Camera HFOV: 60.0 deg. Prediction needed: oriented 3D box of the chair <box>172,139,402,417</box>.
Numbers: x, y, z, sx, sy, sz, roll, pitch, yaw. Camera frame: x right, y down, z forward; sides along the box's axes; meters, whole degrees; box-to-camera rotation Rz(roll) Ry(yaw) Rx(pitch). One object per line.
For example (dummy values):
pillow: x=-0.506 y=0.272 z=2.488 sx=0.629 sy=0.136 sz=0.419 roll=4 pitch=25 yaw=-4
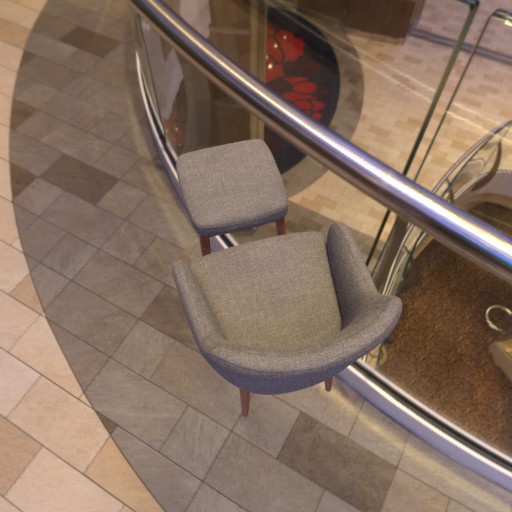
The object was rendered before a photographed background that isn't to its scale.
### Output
chair: x=0.000 y=0.000 z=1.583 sx=0.584 sy=0.799 sz=1.107 roll=-14 pitch=59 yaw=-9
